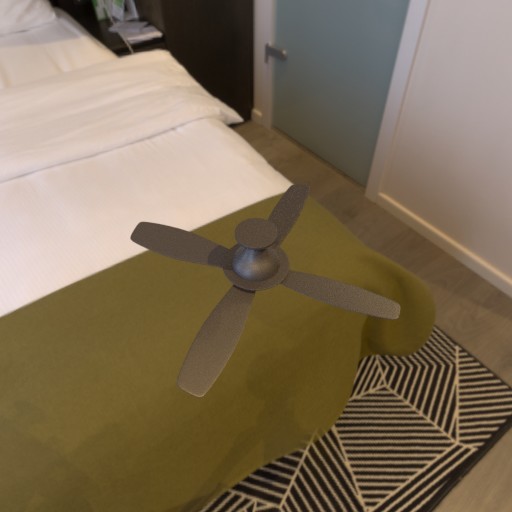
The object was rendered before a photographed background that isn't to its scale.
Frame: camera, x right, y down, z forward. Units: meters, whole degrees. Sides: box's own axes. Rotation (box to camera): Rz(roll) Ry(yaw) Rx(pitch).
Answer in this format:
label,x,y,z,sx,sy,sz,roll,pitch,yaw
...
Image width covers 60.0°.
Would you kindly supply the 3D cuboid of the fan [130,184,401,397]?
label,x,y,z,sx,sy,sz,roll,pitch,yaw
fan,0.000,0.000,2.554,1.694,0.382,1.694,17,50,15
